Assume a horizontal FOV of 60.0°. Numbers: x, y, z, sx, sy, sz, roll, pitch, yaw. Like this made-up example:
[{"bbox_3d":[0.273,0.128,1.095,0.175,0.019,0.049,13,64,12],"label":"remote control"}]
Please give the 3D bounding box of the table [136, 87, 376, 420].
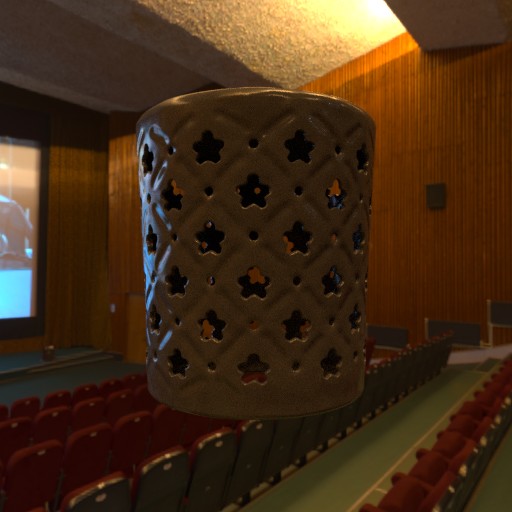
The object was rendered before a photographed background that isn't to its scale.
[{"bbox_3d":[0.000,0.000,0.670,0.352,0.387,0.352,0,0,0],"label":"table"}]
